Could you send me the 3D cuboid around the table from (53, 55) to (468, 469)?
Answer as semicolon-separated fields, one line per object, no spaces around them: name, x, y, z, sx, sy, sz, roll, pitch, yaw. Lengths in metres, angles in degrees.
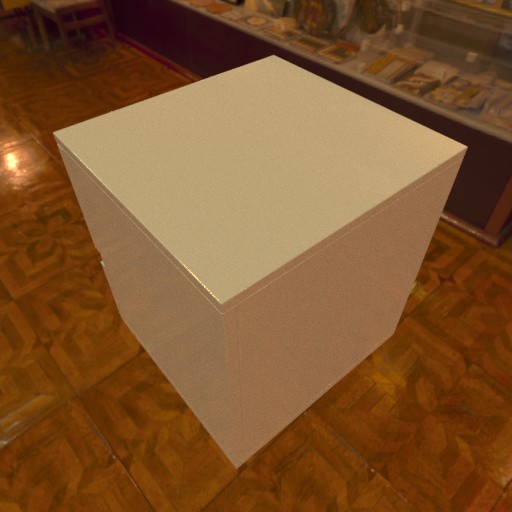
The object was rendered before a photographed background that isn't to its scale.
table;0.000;0.000;0.787;0.420;0.470;0.400;-31;54;-26
